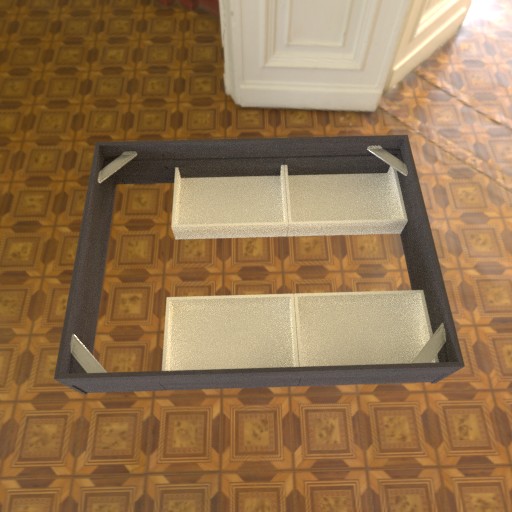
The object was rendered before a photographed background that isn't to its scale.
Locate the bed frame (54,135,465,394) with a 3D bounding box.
[{"bbox_3d":[0.000,0.000,2.602,1.944,0.459,1.448,-2,63,-1],"label":"bed frame"}]
